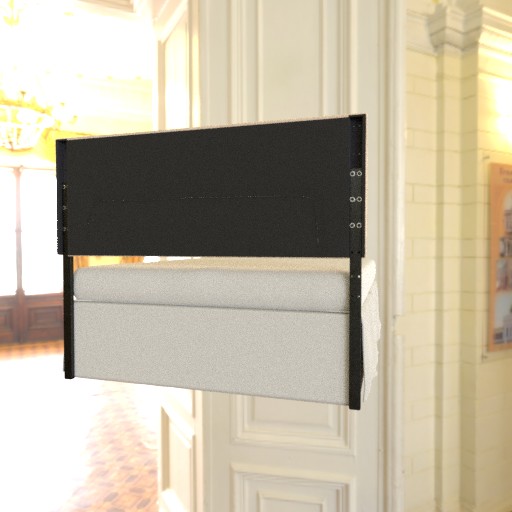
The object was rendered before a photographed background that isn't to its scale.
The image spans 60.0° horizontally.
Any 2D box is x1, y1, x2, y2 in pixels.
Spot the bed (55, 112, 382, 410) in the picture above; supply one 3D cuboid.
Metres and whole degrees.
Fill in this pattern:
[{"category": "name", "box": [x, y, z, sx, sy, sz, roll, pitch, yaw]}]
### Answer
[{"category": "bed", "box": [0.000, 0.000, 3.034, 1.643, 1.270, 1.978, 0, 2, 17]}]
